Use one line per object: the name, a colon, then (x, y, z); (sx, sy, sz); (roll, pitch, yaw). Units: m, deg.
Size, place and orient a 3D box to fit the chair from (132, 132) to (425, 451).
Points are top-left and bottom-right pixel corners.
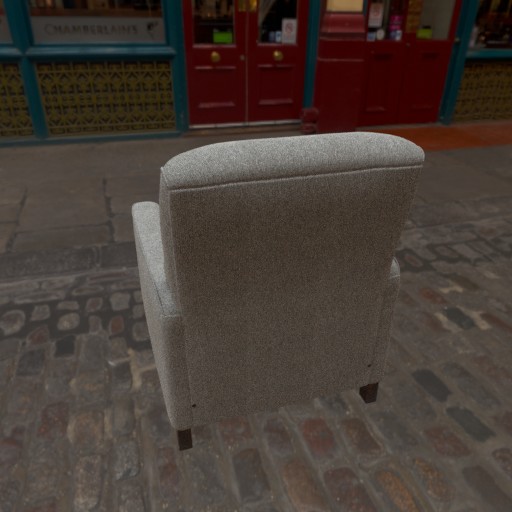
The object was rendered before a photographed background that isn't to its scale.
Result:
chair: (0.000, 0.000, 1.630); (0.841, 1.028, 0.858); (-9, 30, -15)
